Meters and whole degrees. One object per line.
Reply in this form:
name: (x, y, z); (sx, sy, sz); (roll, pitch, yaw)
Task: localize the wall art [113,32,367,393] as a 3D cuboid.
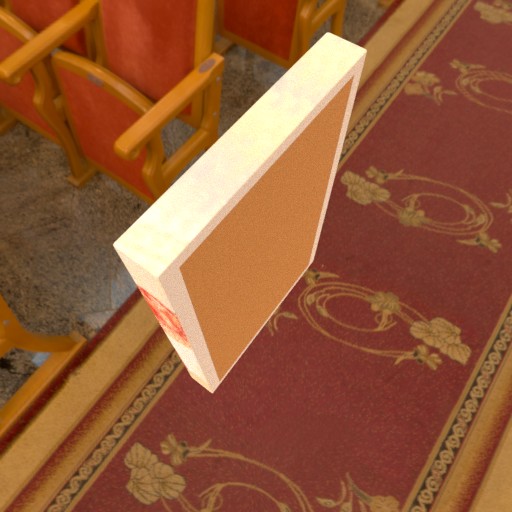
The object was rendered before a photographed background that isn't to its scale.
wall art: (0.000, 0.000, 0.485); (0.039, 0.380, 0.251); (33, 67, 16)
